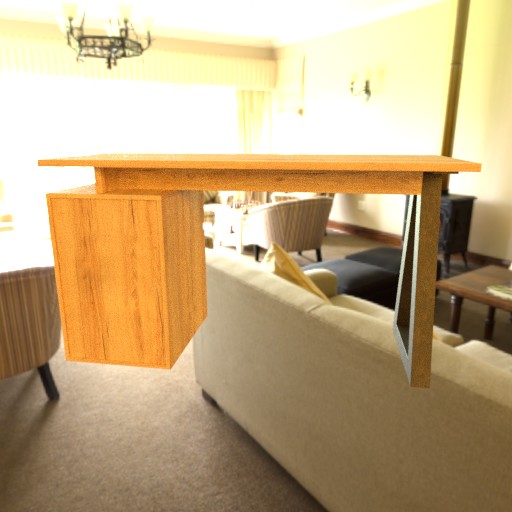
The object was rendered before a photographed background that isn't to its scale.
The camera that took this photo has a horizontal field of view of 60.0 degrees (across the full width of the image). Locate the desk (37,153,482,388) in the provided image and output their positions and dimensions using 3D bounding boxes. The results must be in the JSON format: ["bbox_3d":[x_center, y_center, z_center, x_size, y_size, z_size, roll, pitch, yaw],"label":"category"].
[{"bbox_3d":[0.000,0.000,1.741,1.400,0.760,0.550,2,16,9],"label":"desk"}]
